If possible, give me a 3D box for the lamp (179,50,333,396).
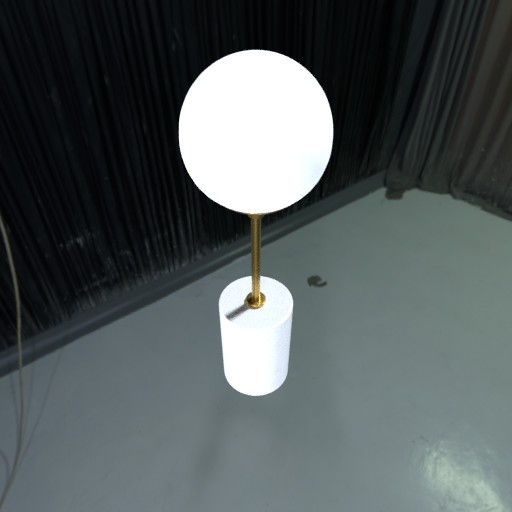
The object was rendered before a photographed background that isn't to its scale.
[{"bbox_3d":[0.000,0.000,0.554,0.153,0.480,0.153,0,41,0],"label":"lamp"}]
